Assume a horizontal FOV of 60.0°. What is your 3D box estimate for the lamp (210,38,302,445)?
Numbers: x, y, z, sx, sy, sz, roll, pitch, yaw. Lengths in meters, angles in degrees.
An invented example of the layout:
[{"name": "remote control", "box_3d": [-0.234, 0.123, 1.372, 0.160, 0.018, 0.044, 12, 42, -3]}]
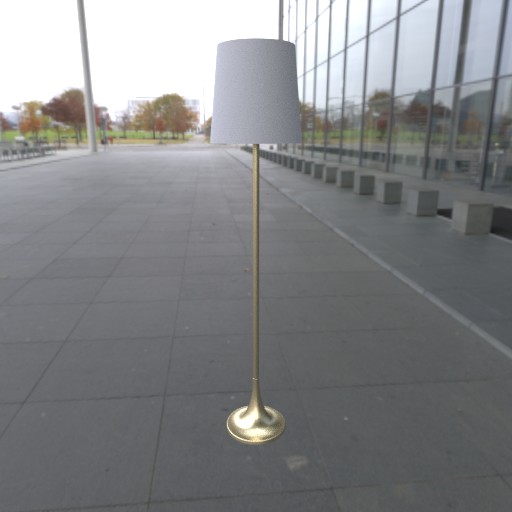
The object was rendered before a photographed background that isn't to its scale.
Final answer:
[{"name": "lamp", "box_3d": [0.000, 0.000, 1.750, 0.337, 1.543, 0.337, 0, 15, 0]}]
